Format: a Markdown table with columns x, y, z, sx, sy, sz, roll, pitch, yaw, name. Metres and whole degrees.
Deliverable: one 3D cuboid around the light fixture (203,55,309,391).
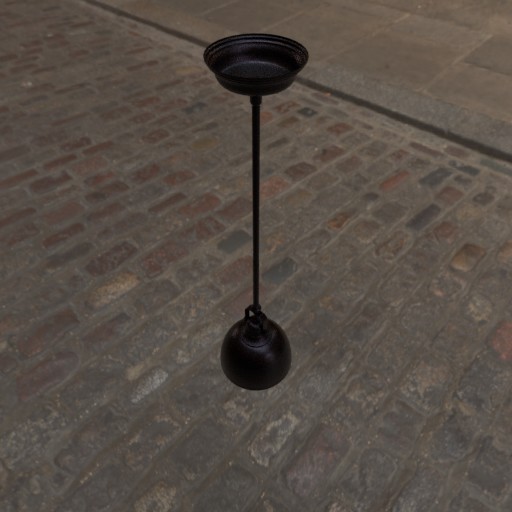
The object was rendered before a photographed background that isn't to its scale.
| x | y | z | sx | sy | sz | roll | pitch | yaw | name |
| --- | --- | --- | --- | --- | --- | --- | --- | --- | --- |
| 0.000 | 0.000 | 0.854 | 0.182 | 0.768 | 0.182 | 33 | 55 | 27 | light fixture |
